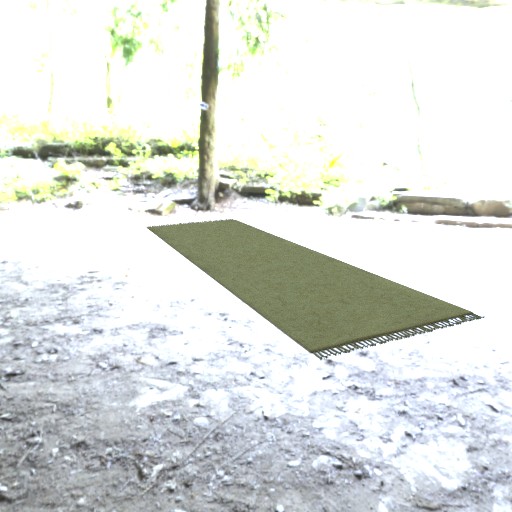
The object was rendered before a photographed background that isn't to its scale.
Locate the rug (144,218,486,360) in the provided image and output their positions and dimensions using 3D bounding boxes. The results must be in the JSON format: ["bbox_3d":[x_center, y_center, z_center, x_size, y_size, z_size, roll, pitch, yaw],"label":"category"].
[{"bbox_3d":[0.000,0.000,2.706,0.795,0.015,2.544,-7,16,-25],"label":"rug"}]
